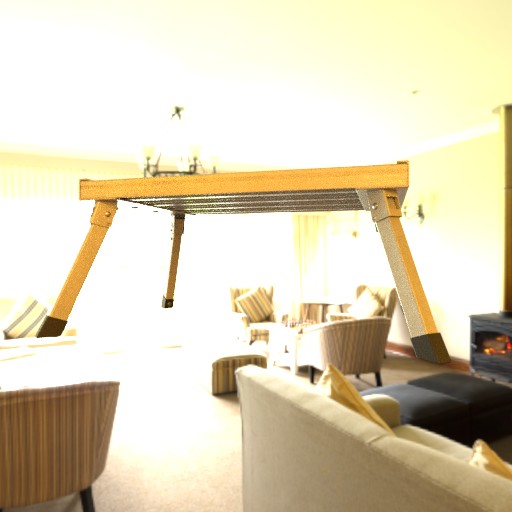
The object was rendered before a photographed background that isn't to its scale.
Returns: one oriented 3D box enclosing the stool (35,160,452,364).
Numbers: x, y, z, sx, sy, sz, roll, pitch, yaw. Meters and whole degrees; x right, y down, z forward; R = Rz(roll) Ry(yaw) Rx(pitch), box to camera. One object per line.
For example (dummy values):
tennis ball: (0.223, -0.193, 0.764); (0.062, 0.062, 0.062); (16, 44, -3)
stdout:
stool: (0.000, 0.000, 0.715); (0.535, 0.225, 0.385); (0, 0, 16)
